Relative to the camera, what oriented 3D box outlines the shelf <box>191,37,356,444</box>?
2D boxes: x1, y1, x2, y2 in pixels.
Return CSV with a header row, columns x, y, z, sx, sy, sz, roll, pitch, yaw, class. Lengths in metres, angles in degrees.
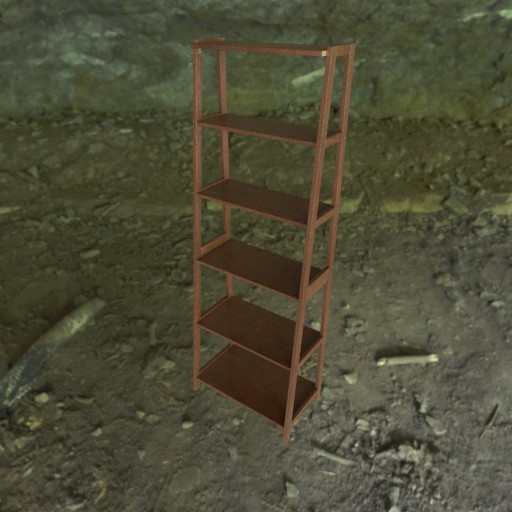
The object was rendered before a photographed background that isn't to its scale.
x,y,z,sx,sy,sz,roll,pitch,yaw,class
0.000,0.000,2.177,0.660,1.892,0.382,19,35,30,shelf
